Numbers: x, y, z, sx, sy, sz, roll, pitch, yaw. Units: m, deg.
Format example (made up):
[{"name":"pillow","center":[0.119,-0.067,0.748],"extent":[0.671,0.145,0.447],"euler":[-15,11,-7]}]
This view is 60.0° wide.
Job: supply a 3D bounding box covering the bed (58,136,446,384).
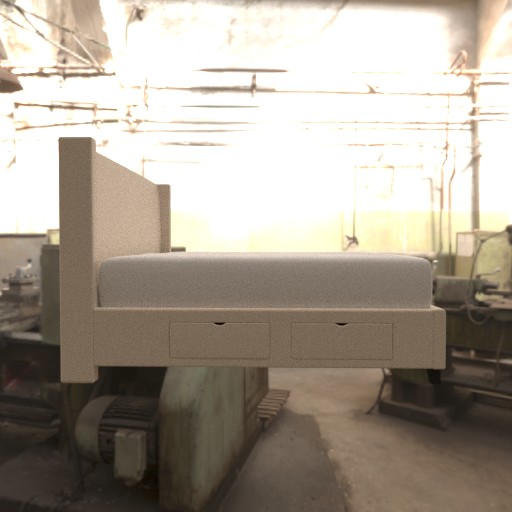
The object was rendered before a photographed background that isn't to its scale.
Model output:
[{"name":"bed","center":[0.000,0.000,3.663],"extent":[2.293,1.471,2.145],"euler":[0,2,2]}]
